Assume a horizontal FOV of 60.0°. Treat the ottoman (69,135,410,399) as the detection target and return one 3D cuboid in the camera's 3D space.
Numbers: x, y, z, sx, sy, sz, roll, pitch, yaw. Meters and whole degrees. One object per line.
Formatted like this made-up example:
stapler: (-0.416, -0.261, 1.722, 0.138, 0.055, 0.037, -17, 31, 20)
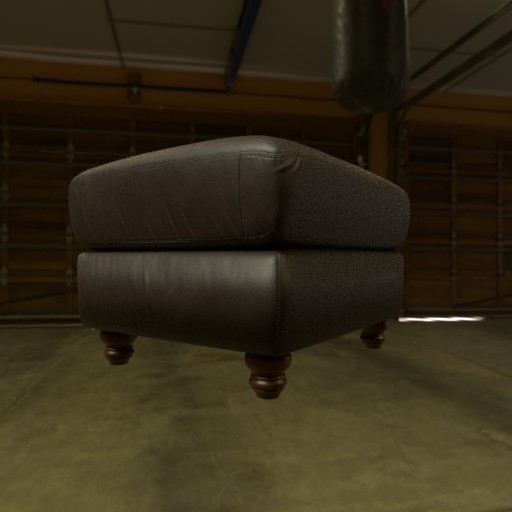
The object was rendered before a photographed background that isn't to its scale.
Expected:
ottoman: (0.000, 0.000, 1.277, 0.670, 0.569, 0.806, 0, 0, 35)
